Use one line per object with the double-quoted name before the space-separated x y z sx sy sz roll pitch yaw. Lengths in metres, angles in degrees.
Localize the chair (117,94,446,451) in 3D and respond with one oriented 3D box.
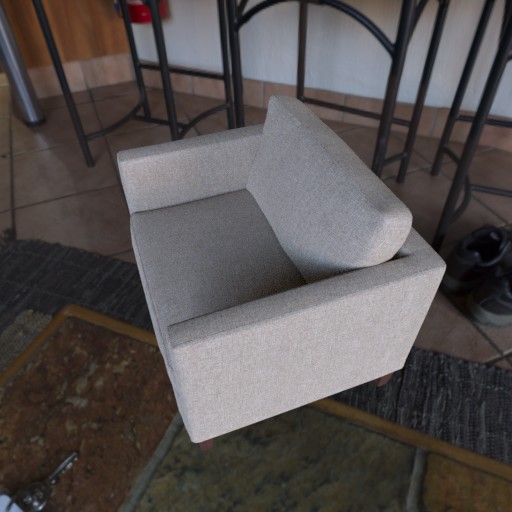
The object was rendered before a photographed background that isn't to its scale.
"chair" 0.000 0.000 1.877 0.959 0.987 1.107 -15 47 -14
